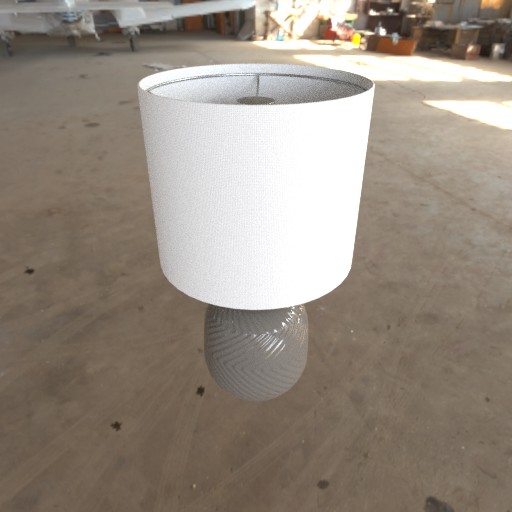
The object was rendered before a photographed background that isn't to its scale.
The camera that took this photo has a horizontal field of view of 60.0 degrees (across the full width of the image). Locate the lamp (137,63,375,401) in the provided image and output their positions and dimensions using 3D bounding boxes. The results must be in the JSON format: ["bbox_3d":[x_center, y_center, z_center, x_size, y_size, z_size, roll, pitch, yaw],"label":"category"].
[{"bbox_3d":[0.000,0.000,0.489,0.207,0.366,0.207,1,31,1],"label":"lamp"}]
